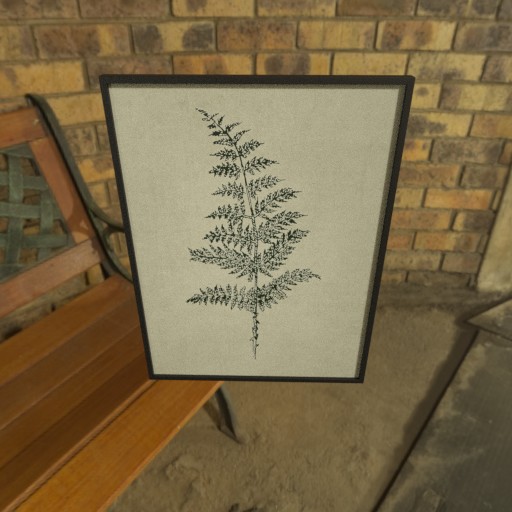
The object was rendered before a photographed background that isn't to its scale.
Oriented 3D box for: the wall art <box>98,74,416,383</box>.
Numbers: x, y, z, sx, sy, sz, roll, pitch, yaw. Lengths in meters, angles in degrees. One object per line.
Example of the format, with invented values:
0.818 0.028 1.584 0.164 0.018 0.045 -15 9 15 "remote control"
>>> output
0.000 0.000 1.405 0.802 1.070 0.036 1 30 1 "wall art"
